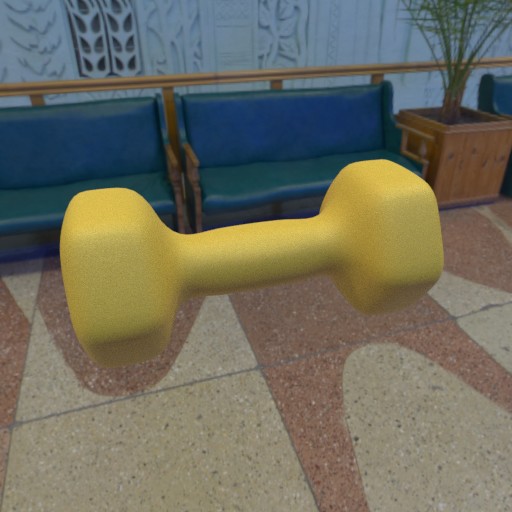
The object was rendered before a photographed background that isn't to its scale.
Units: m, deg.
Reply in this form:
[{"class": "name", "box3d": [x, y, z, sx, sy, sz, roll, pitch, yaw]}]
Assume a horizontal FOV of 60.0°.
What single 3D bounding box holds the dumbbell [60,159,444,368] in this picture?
[{"class": "dumbbell", "box3d": [0.000, 0.000, 0.239, 0.190, 0.082, 0.090, -8, 32, -13]}]
